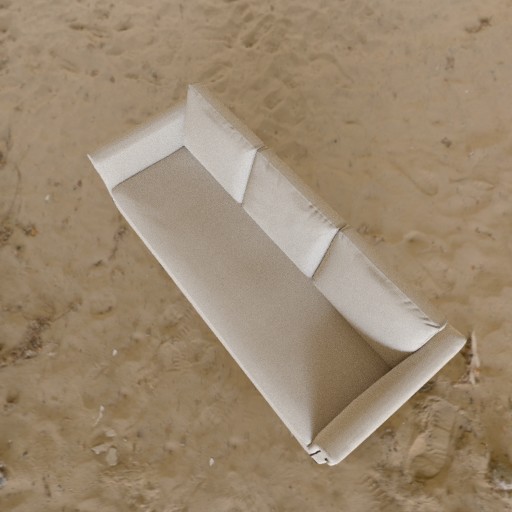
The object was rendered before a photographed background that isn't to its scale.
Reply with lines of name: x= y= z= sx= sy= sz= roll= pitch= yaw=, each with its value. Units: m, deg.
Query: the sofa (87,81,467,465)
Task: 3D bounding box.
sofa: x=0.000 y=0.000 z=2.600 sx=0.902 sy=0.911 sz=2.198 roll=-35 pitch=68 yaw=-17
